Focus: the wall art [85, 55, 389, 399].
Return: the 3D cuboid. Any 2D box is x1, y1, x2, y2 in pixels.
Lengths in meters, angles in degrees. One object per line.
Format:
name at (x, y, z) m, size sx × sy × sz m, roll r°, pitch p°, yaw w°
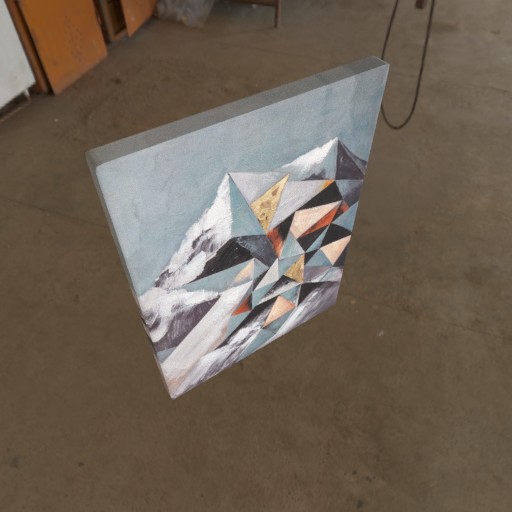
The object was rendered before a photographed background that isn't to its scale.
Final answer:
wall art at (0.000, 0.000, 0.813) m, size 0.455 × 0.613 × 0.037 m, roll -26°, pitch 53°, yaw -22°
